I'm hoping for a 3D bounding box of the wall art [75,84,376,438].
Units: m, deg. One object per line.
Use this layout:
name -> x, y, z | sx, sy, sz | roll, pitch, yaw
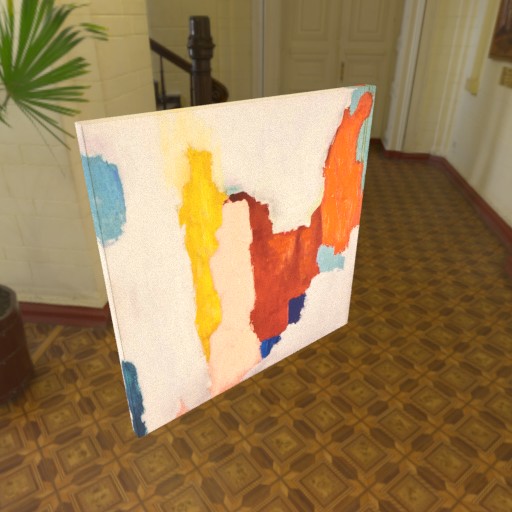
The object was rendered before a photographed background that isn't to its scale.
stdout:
wall art -> 0.000, 0.000, 1.211 | 0.814, 0.814, 0.037 | -20, 35, -33
